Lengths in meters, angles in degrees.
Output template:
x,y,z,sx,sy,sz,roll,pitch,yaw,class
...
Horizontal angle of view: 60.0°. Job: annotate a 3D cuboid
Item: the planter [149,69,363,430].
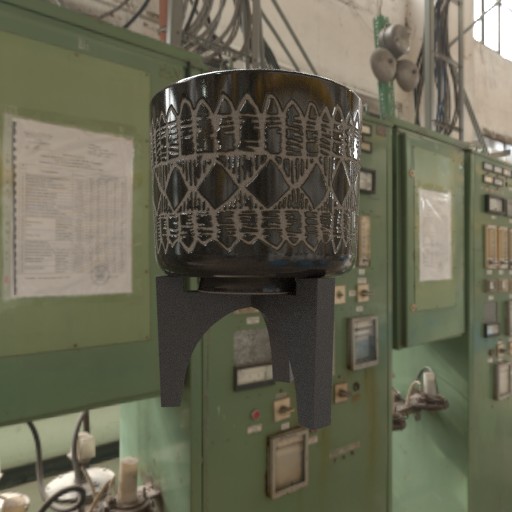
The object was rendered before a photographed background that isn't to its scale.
x,y,z,sx,sy,sz,roll,pitch,yaw,class
0.000,0.000,0.273,0.129,0.177,0.129,0,-1,0,planter
